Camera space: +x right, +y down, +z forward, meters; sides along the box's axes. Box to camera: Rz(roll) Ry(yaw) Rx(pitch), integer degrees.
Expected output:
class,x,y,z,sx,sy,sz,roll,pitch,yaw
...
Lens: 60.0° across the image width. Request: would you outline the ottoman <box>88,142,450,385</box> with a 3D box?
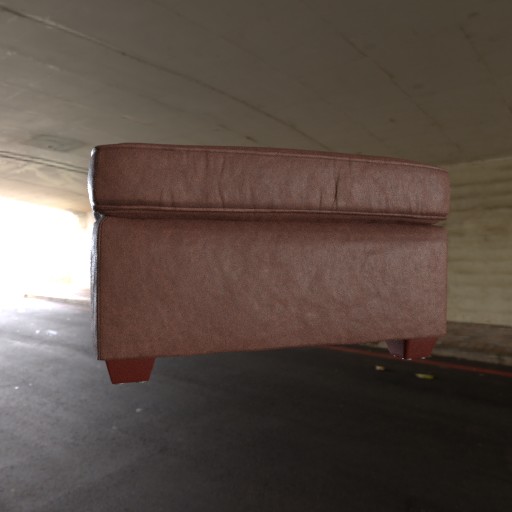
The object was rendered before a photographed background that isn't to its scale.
class,x,y,z,sx,sy,sz,roll,pitch,yaw
ottoman,0.000,0.000,1.076,0.749,0.449,0.548,0,0,-18
